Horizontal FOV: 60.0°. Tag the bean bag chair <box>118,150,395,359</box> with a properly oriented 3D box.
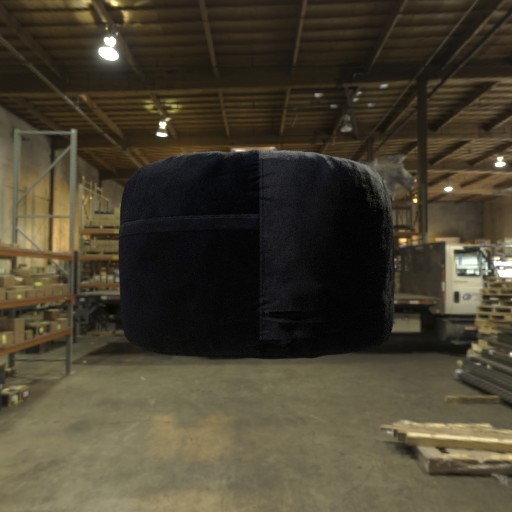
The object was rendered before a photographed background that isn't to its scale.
[{"bbox_3d":[0.000,0.000,2.045,1.219,0.762,1.219,0,-2,0],"label":"bean bag chair"}]
